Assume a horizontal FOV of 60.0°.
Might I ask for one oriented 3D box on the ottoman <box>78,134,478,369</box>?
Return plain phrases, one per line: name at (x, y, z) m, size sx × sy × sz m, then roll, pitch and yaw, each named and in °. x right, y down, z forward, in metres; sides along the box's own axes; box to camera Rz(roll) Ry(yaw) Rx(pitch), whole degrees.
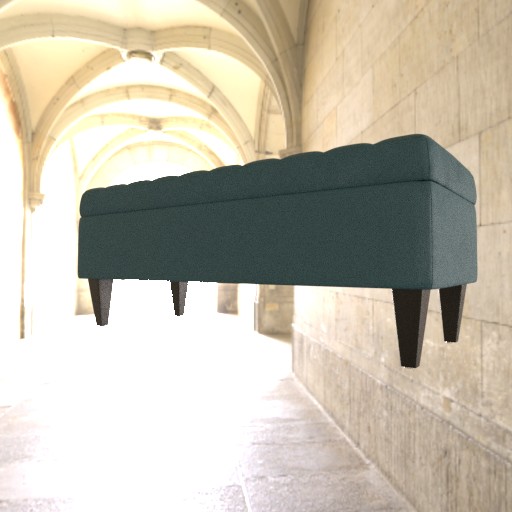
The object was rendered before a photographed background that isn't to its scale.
ottoman at (0.000, 0.000, 1.343) m, size 1.151 × 0.469 × 0.482 m, roll -1°, pitch -1°, yaw 36°
